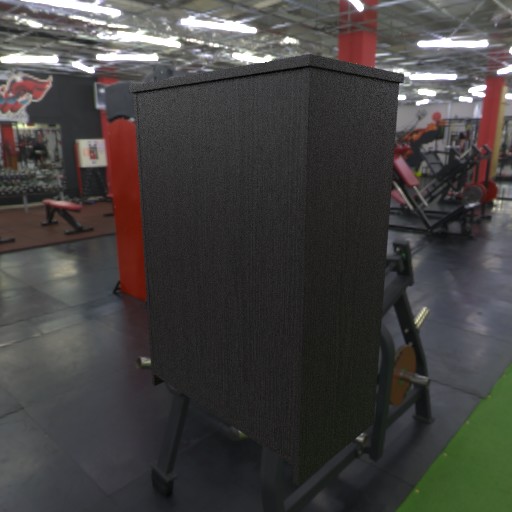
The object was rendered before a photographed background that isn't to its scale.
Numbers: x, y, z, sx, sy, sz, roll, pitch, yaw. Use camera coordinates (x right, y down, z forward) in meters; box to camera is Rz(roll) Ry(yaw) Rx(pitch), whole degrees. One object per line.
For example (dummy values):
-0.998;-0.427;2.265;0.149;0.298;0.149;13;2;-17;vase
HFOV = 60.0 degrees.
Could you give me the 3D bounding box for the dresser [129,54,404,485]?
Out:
0.000;0.000;1.375;0.399;1.020;0.704;-14;20;-43;dresser
